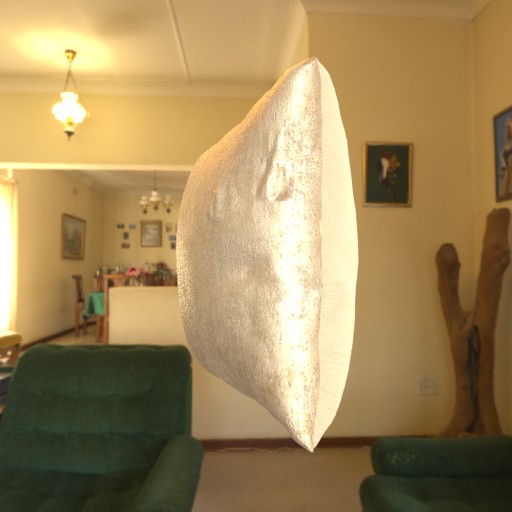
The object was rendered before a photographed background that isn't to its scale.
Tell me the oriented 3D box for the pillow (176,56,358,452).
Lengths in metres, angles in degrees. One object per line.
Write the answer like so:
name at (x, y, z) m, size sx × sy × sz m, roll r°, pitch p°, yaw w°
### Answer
pillow at (0.000, 0.000, 0.706) m, size 0.245 × 0.448 × 0.450 m, roll 1°, pitch -2°, yaw -19°
